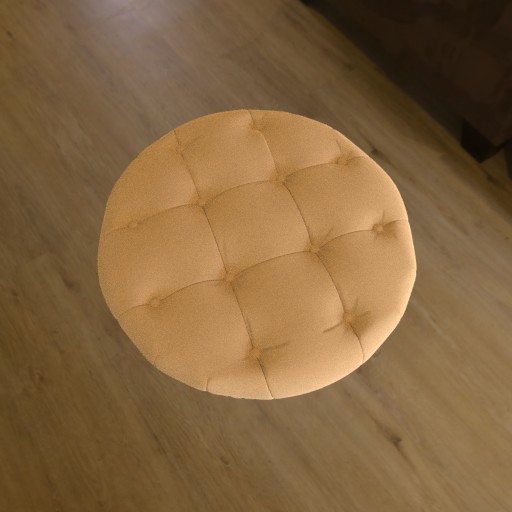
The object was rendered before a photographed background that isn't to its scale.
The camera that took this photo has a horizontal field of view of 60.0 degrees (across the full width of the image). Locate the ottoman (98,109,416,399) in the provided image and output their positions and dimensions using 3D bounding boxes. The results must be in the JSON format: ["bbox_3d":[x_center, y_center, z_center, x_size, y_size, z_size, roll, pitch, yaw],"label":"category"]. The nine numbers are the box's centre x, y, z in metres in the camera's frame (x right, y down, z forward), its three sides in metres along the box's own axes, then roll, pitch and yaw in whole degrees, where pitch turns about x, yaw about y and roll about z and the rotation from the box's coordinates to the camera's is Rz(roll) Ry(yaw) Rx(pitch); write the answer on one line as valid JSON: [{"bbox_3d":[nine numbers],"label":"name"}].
[{"bbox_3d":[0.000,0.000,1.377,0.901,0.439,0.901,0,63,0],"label":"ottoman"}]
